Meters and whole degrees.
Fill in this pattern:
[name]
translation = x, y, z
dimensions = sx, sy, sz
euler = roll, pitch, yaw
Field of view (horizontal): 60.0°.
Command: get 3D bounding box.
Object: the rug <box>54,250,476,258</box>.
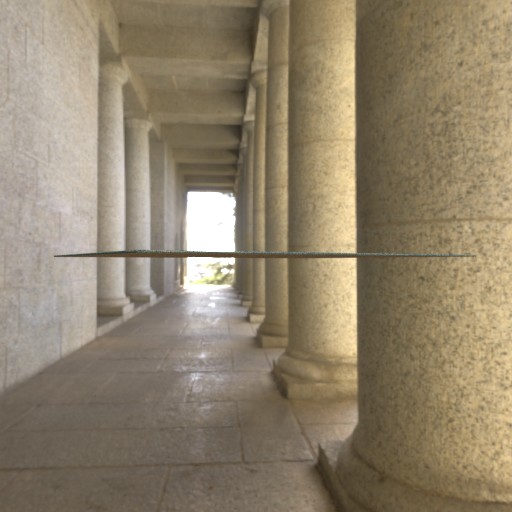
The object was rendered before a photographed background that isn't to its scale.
[rug]
translation = 0.000, 0.000, 4.080
dimensions = 3.050, 0.016, 2.441
euler = 0, -1, -33
